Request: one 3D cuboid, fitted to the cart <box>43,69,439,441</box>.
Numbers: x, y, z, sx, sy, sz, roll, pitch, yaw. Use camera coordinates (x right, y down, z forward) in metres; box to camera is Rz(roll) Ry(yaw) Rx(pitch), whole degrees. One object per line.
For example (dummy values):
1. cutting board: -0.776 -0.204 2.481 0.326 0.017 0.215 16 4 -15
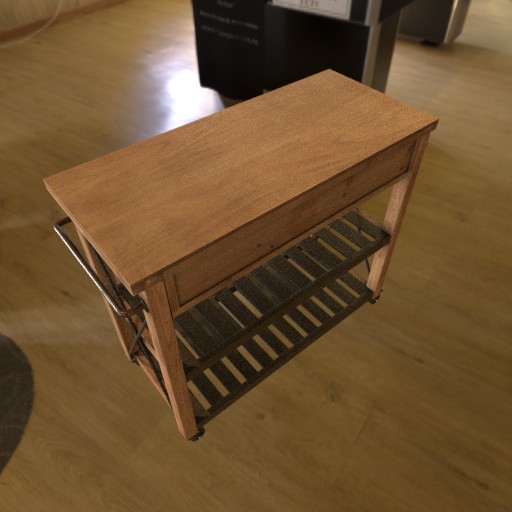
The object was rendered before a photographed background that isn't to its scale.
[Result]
1. cart: 0.000 0.000 0.966 0.686 0.554 0.298 -31 53 -26
